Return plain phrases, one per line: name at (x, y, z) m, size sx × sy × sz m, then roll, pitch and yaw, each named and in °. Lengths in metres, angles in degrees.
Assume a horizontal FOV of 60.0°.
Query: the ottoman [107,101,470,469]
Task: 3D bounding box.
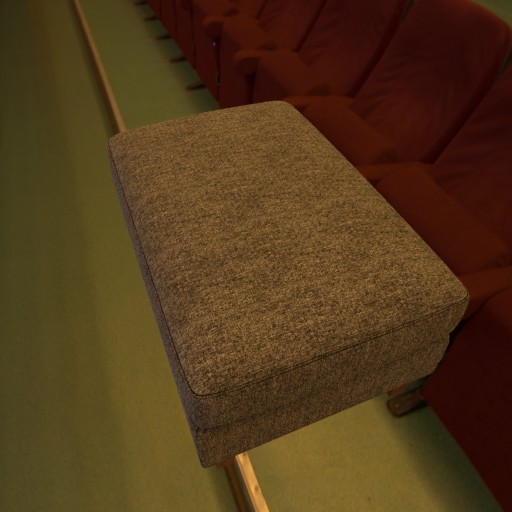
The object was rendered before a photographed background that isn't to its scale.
ottoman at (0.000, 0.000, 1.162) m, size 0.584 × 0.483 × 0.864 m, roll -17°, pitch 49°, yaw -15°
